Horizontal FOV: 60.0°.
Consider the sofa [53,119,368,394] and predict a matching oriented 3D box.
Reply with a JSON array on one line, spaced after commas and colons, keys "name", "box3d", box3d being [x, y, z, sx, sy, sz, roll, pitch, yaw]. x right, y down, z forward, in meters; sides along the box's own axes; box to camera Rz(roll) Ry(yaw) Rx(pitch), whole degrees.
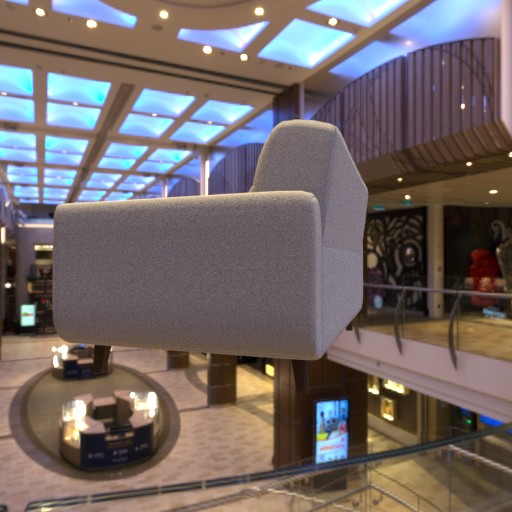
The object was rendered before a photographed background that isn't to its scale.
[{"name": "sofa", "box3d": [0.000, 0.000, 2.171, 0.980, 0.892, 1.655, 0, -1, 18]}]
